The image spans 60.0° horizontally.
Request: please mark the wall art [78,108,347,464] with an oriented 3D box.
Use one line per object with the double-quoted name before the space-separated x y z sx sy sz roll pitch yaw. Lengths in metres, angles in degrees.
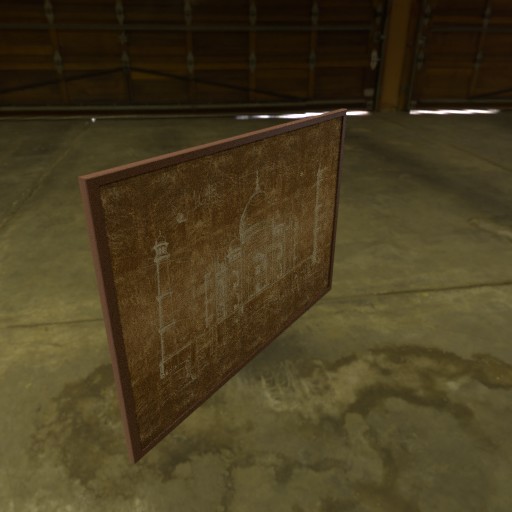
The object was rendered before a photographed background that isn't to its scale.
"wall art" 0.000 0.000 0.830 0.014 0.455 0.660 18 31 32
